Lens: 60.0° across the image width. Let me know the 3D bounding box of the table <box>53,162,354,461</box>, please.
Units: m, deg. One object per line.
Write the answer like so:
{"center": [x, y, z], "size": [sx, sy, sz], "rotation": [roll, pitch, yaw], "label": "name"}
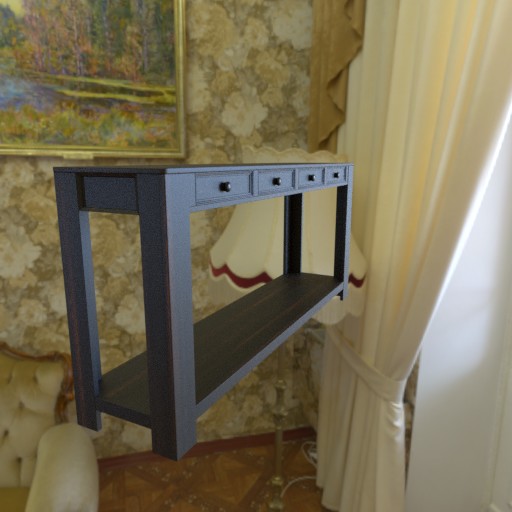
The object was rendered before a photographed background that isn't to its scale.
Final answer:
{"center": [0.000, 0.000, 1.878], "size": [0.384, 0.762, 1.631], "rotation": [6, 14, 26], "label": "table"}
